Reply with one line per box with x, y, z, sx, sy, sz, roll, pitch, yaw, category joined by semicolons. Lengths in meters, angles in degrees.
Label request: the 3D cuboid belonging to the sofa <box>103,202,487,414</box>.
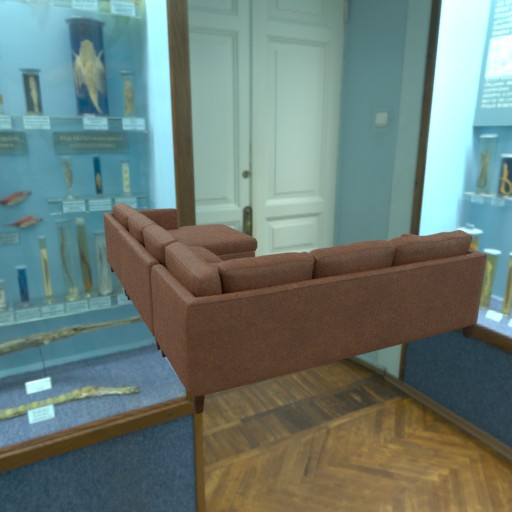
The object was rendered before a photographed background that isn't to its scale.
0.000;0.000;4.622;2.593;0.923;3.460;-7;17;-25;sofa
